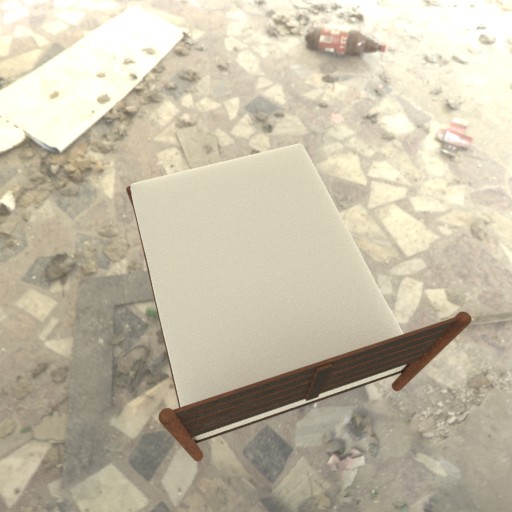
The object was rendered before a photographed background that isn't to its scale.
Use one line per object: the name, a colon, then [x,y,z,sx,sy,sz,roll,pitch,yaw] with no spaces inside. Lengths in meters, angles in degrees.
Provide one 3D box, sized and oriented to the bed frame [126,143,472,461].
bed frame: [0.000,0.000,3.274,1.655,1.321,2.234,-16,60,-9]
